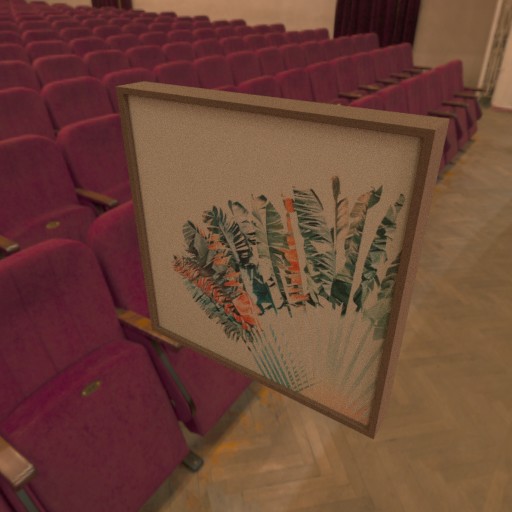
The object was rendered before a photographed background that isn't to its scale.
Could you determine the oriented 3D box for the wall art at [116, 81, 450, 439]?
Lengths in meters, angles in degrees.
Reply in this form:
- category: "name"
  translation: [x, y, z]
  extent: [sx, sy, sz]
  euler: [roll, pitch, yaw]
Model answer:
- category: "wall art"
  translation: [0.000, 0.000, 0.449]
  extent: [0.304, 0.303, 0.038]
  euler: [18, 35, 29]
